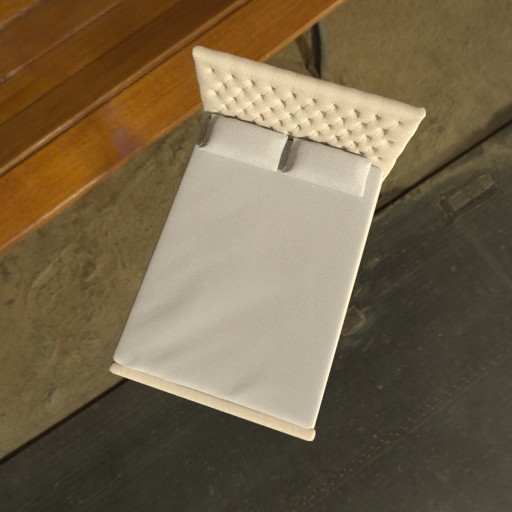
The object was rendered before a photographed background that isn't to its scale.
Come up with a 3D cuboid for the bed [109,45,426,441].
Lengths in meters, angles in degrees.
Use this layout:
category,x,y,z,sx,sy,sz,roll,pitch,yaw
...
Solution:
category,x,y,z,sx,sy,sz,roll,pitch,yaw
bed,0.000,0.000,3.462,1.698,1.427,2.387,17,76,5
